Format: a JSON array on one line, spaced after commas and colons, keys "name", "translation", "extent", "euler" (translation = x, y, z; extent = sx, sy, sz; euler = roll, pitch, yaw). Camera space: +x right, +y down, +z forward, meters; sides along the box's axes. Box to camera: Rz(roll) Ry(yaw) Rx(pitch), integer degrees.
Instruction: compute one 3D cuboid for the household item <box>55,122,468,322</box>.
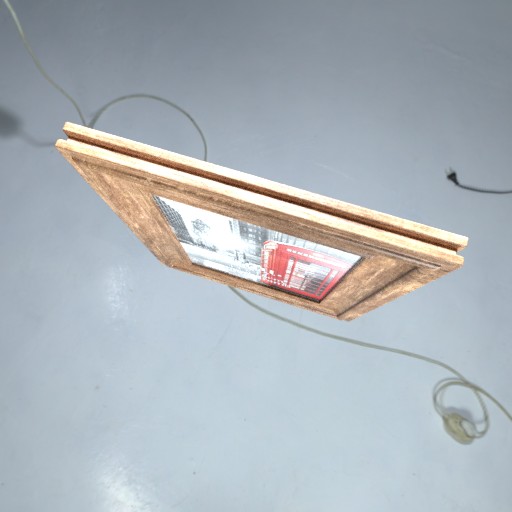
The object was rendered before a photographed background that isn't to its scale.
[{"name": "household item", "translation": [0.000, 0.000, 0.309], "extent": [0.186, 0.237, 0.018], "euler": [17, 77, 4]}]
